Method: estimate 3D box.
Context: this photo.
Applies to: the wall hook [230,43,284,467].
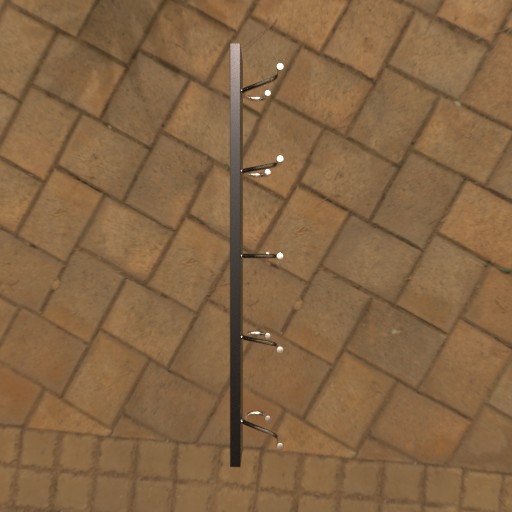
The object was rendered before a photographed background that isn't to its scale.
[{"bbox_3d":[0.000,0.000,0.599,0.071,0.117,0.571,0,90,2],"label":"wall hook"}]
